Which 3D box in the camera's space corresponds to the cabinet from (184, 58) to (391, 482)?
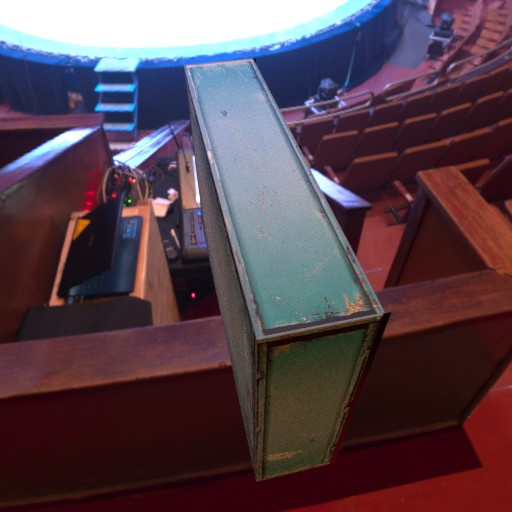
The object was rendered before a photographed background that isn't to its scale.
[{"bbox_3d":[0.000,0.000,3.908,0.680,2.160,3.001,-9,48,-9],"label":"cabinet"}]
